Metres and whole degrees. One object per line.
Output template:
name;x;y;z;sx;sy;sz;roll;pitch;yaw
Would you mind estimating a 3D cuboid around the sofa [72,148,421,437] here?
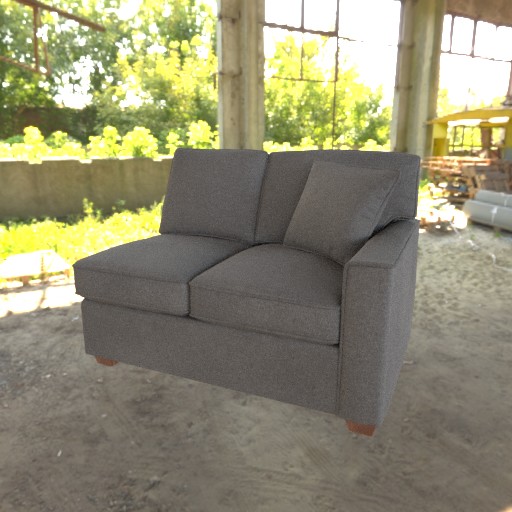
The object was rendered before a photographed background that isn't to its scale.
sofa;0.000;0.000;2.094;1.388;0.989;0.991;6;15;24
